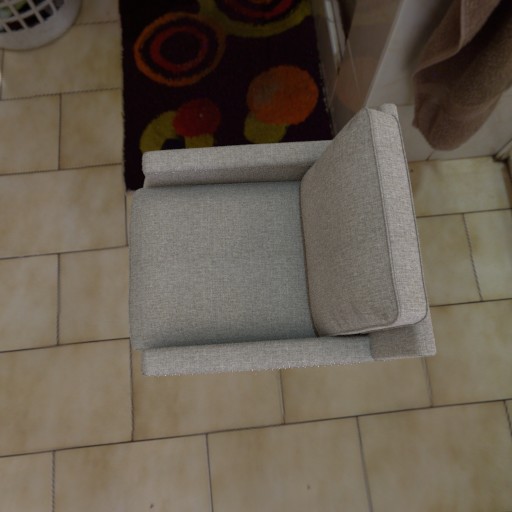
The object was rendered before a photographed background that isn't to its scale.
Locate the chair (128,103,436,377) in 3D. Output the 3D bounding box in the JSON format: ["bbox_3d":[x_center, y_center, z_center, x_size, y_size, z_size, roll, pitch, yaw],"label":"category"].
[{"bbox_3d":[0.000,0.000,1.711,1.014,0.943,0.853,-3,75,-1],"label":"chair"}]
